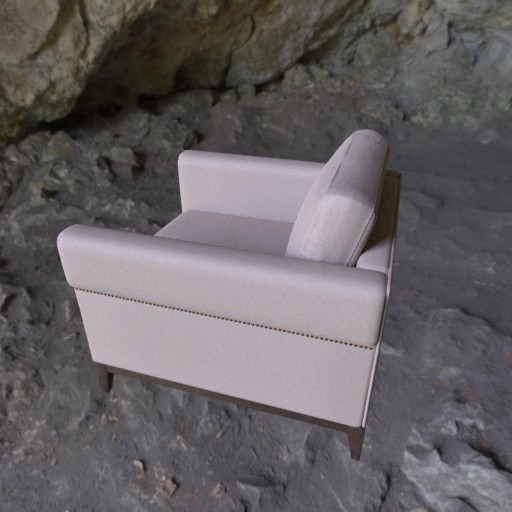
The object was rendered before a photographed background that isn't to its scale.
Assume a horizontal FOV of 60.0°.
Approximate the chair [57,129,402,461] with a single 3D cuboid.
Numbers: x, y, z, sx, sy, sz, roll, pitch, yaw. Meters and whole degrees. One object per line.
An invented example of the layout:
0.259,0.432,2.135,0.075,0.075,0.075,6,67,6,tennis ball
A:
0.000,0.000,1.662,0.959,0.838,0.914,9,32,15,chair
